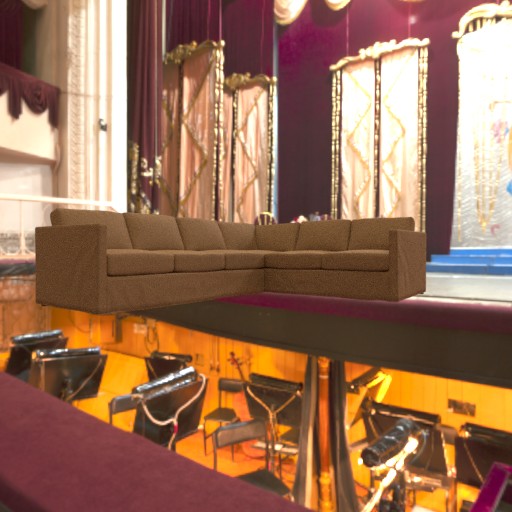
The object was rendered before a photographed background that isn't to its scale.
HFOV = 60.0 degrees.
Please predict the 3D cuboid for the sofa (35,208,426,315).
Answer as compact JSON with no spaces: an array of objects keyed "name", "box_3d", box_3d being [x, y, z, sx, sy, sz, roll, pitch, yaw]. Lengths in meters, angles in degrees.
[{"name":"sofa","box_3d":[0.000,0.000,4.382,2.432,0.871,3.182,0,1,36]}]
